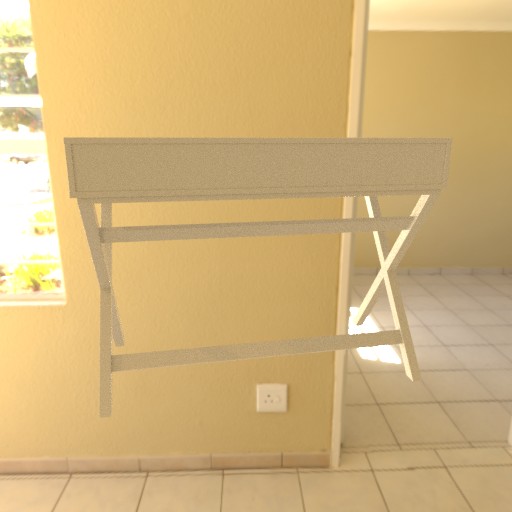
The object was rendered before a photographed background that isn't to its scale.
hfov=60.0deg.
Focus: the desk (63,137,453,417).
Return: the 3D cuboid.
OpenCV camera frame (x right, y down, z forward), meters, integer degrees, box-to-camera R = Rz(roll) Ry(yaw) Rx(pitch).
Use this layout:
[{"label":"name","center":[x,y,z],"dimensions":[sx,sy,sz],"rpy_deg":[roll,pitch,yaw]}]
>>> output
[{"label":"desk","center":[0.000,0.000,1.515],"dimensions":[1.059,0.780,0.509],"rpy_deg":[-3,15,-11]}]
